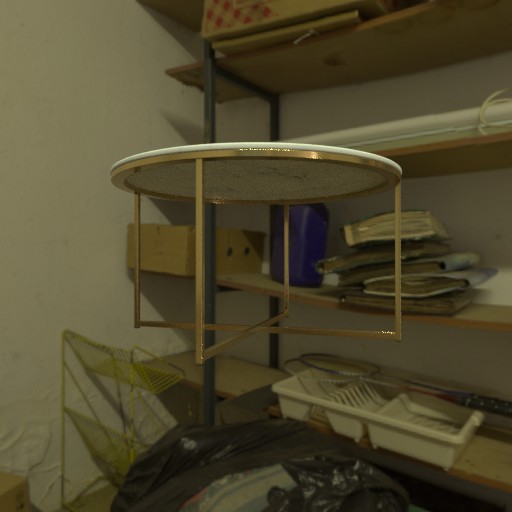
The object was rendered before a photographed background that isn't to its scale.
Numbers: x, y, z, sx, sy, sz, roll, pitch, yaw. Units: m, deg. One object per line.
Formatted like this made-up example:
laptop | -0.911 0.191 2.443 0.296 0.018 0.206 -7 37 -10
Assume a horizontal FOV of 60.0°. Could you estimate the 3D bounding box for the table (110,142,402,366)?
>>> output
table | 0.000 0.000 1.278 0.800 0.450 0.800 0 0 0
